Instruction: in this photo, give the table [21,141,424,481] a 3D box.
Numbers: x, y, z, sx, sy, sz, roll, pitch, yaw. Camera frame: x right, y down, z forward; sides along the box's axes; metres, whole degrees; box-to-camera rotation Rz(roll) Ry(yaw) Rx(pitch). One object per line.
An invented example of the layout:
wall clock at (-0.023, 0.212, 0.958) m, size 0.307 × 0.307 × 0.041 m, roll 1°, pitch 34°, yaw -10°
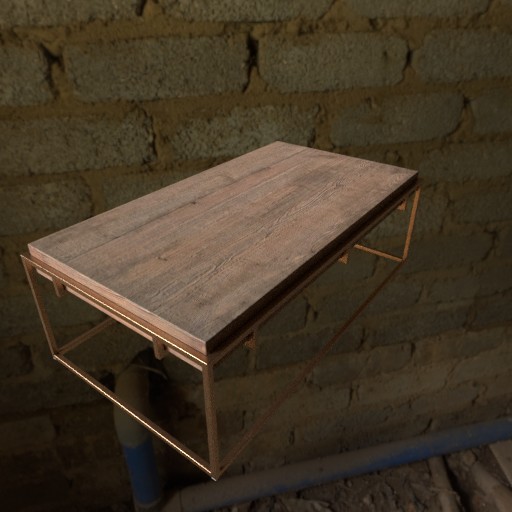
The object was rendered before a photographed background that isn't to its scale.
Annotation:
table at (0.000, 0.000, 1.743) m, size 0.775 × 0.468 × 1.387 m, roll 21°, pitch 37°, yaw 31°
